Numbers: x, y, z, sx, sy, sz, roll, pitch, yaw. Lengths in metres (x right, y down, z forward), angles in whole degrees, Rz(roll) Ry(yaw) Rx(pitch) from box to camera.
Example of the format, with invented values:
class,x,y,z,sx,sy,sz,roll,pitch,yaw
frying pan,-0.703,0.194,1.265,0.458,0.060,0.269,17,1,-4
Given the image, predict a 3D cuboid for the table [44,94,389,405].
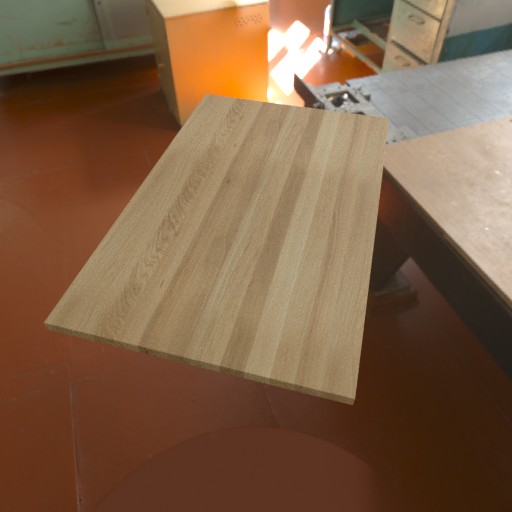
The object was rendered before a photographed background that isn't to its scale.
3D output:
class,x,y,z,sx,sy,sz,roll,pitch,yaw
table,0.000,0.000,1.487,0.700,0.510,1.100,11,48,10
